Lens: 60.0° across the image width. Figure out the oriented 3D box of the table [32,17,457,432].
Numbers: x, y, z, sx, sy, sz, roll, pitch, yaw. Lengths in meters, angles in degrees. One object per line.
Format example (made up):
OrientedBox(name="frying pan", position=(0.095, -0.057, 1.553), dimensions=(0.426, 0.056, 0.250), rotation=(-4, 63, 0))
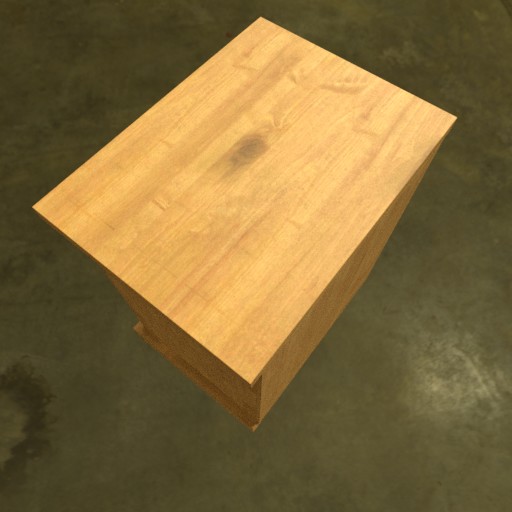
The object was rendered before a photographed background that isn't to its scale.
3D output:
OrientedBox(name="table", position=(0.000, 0.000, 1.197), dimensions=(0.500, 0.813, 0.660), rotation=(35, 69, 16))
